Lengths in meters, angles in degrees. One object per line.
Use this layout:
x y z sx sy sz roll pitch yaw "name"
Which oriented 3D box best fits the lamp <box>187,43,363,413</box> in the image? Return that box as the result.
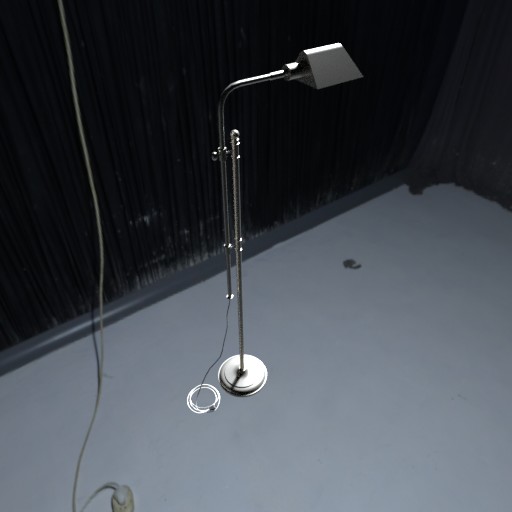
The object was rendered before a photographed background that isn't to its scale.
0.000 0.000 1.876 0.813 1.571 0.256 -24 46 -26 "lamp"
